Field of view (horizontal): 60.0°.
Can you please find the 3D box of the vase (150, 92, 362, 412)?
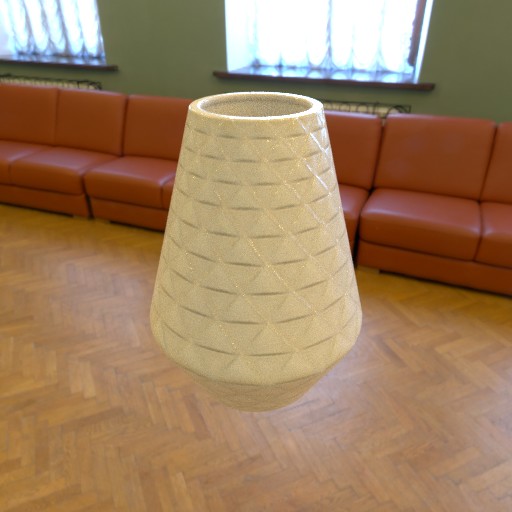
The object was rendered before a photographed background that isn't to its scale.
[{"bbox_3d":[0.000,0.000,0.348,0.175,0.230,0.175,0,30,0],"label":"vase"}]
